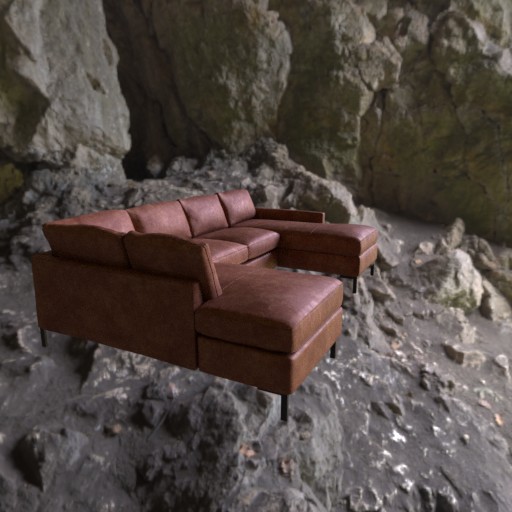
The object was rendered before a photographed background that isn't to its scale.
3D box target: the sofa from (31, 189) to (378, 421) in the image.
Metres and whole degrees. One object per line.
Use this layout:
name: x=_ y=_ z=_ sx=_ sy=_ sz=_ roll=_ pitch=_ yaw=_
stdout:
sofa: x=0.000 y=0.000 z=3.822 sx=1.939 sy=0.900 sz=2.956 roll=7 pitch=15 yaw=27
